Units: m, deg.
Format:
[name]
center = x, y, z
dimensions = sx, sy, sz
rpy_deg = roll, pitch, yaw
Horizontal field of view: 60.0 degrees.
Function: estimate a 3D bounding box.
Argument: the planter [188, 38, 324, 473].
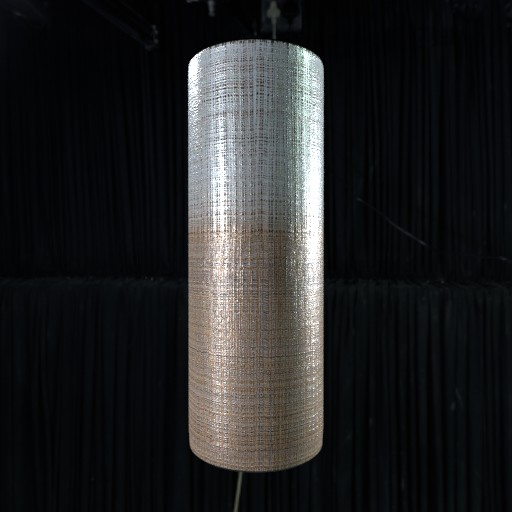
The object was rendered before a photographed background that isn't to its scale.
[planter]
center = 0.000, 0.000, 0.329
dimensions = 0.099, 0.278, 0.099
rpy_deg = 0, 1, 1
